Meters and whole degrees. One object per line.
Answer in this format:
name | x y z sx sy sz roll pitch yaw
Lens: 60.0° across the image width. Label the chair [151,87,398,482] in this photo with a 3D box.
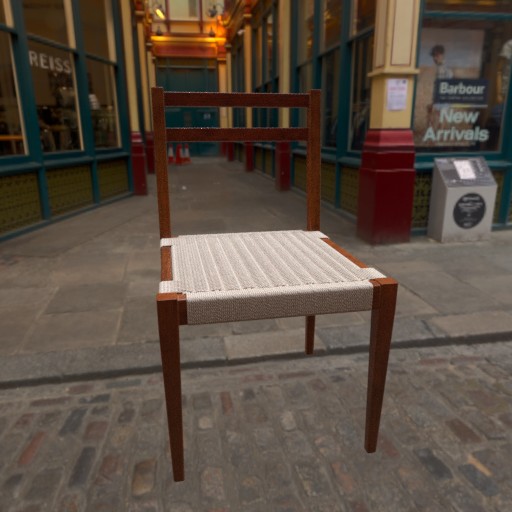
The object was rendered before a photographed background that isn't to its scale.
chair | 0.000 0.000 1.149 0.495 0.851 0.569 -3 17 -11
